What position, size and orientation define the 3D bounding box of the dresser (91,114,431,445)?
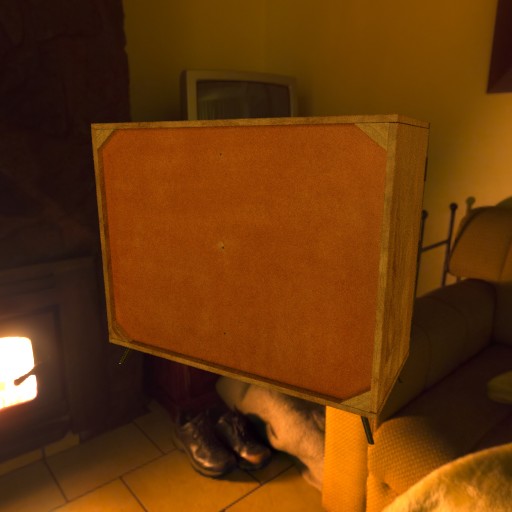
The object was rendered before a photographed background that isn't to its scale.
[{"bbox_3d":[0.000,0.000,1.475,0.967,0.847,0.446,8,16,28],"label":"dresser"}]
